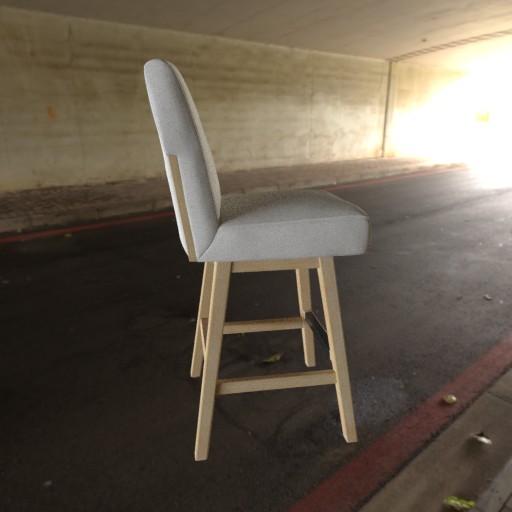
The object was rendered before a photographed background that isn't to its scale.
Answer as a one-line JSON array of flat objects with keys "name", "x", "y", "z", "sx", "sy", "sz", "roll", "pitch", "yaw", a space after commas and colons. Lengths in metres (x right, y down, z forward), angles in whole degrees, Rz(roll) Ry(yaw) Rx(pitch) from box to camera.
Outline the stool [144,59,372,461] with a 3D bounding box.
[{"name": "stool", "x": 0.000, "y": 0.000, "z": 1.292, "sx": 0.543, "sy": 1.015, "sz": 0.446, "roll": -3, "pitch": 17, "yaw": -9}]
